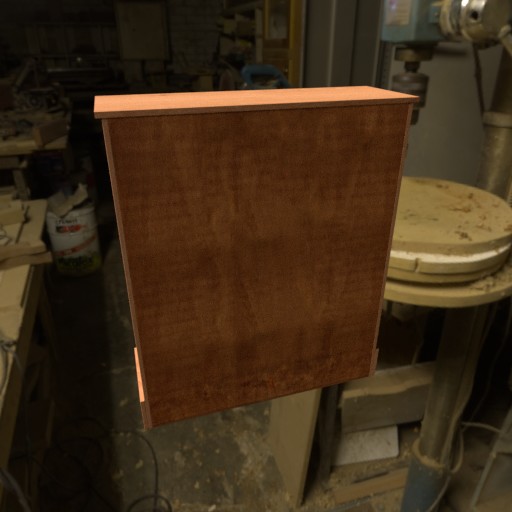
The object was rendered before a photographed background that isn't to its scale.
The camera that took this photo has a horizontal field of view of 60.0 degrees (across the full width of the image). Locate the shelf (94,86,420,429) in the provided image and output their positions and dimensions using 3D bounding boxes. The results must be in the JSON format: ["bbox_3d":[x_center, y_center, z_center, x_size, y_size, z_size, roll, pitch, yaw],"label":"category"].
[{"bbox_3d":[0.000,0.000,1.434,0.840,0.980,0.291,-8,28,-16],"label":"shelf"}]
